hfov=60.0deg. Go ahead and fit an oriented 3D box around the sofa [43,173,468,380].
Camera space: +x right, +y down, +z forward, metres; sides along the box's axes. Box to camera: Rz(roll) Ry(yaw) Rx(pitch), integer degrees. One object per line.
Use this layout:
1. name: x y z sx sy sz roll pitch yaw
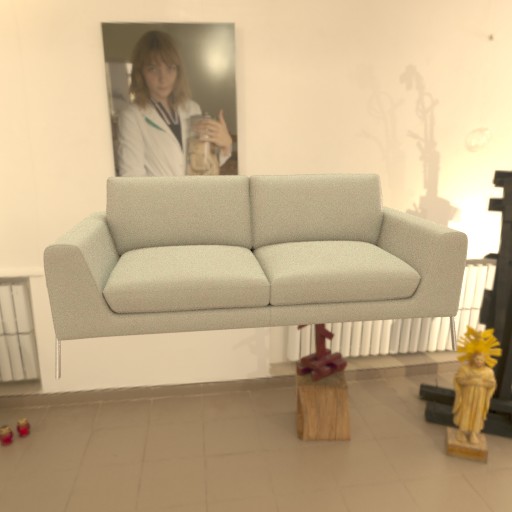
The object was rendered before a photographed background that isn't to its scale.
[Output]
1. sofa: 0.000 0.000 2.527 2.017 0.875 0.953 -2 15 -8
